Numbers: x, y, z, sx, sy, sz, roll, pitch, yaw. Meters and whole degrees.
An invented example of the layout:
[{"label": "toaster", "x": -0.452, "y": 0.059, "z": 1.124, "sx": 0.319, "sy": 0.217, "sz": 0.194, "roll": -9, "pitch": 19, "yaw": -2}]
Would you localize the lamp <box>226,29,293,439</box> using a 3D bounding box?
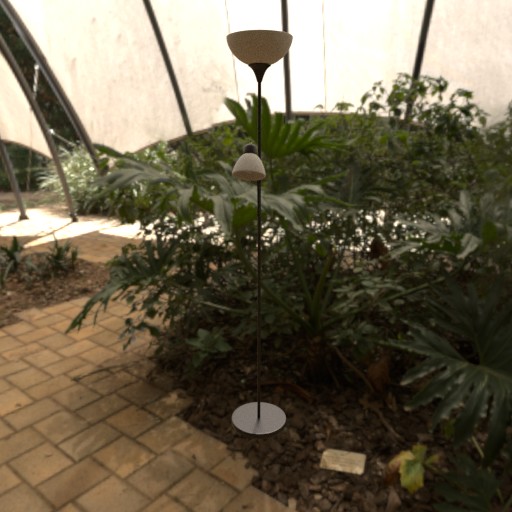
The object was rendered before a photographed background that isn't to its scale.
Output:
[{"label": "lamp", "x": 0.000, "y": 0.000, "z": 1.961, "sx": 0.279, "sy": 1.804, "sz": 0.442, "roll": 3, "pitch": 15, "yaw": 10}]
